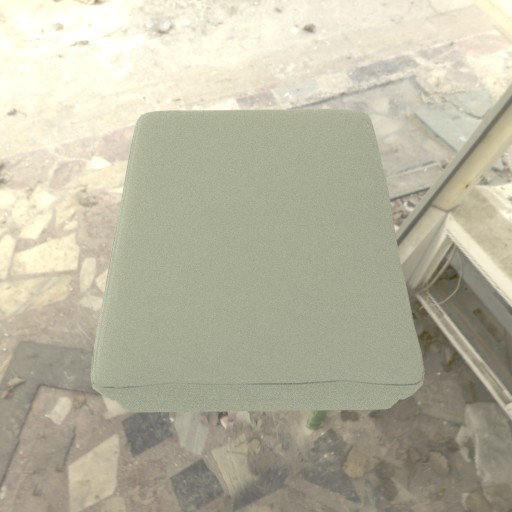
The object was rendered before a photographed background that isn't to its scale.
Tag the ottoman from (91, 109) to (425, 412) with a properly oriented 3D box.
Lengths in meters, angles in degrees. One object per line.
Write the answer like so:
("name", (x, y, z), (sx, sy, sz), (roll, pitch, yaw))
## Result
("ottoman", (0.000, 0.000, 1.491), (0.842, 0.494, 0.991), (-1, 59, 0))
